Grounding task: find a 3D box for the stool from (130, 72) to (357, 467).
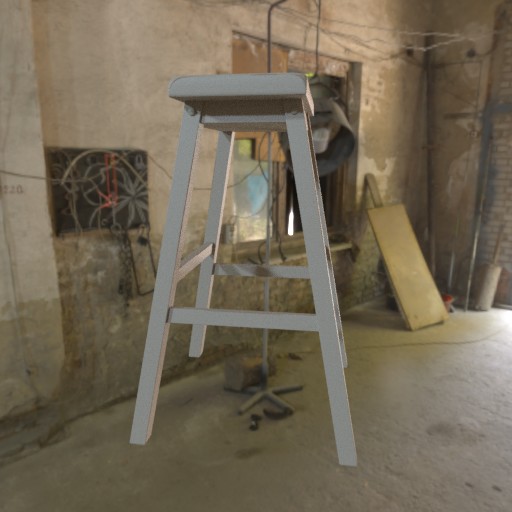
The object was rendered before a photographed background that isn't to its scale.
[{"bbox_3d":[0.000,0.000,1.050,0.476,0.737,0.457,2,13,9],"label":"stool"}]
